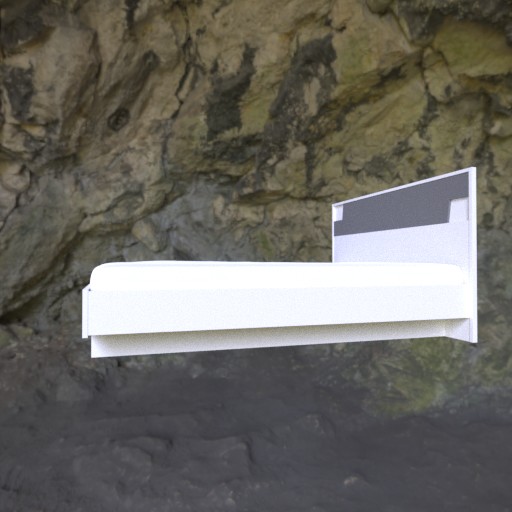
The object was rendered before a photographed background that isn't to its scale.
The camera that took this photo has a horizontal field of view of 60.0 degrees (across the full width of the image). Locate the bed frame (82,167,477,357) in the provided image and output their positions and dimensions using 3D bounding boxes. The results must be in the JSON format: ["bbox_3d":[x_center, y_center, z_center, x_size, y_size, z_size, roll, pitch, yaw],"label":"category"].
[{"bbox_3d":[0.000,0.000,3.027,2.100,1.001,1.711,0,-1,-18],"label":"bed frame"}]
